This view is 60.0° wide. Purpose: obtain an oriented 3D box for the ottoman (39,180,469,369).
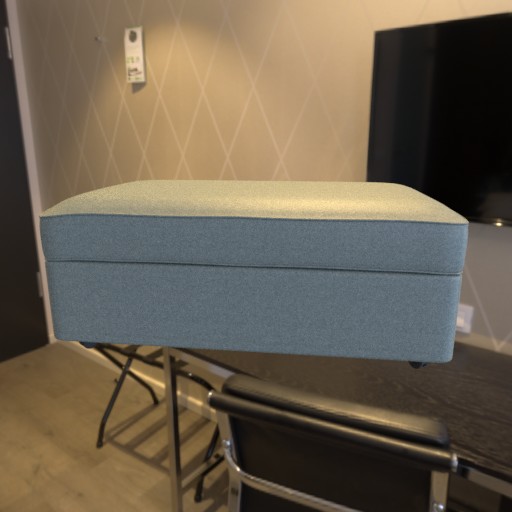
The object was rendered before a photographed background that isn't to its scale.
[{"bbox_3d":[0.000,0.000,1.534,1.173,0.494,0.681,2,15,7],"label":"ottoman"}]
